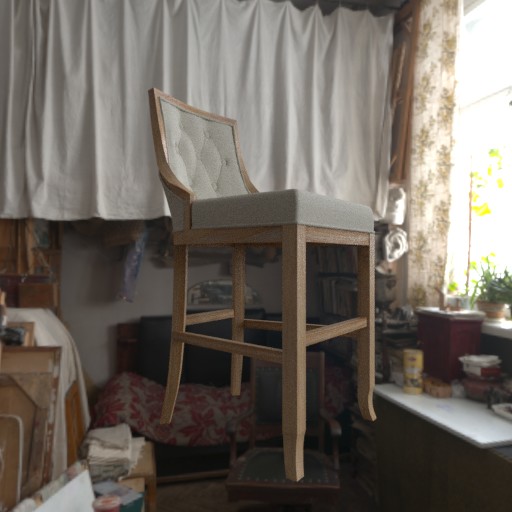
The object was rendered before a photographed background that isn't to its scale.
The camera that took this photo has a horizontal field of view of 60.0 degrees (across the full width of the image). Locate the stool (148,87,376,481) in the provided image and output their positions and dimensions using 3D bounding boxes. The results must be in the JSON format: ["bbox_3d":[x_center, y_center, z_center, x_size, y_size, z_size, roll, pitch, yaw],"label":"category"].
[{"bbox_3d":[0.000,0.000,1.468,0.626,1.101,0.524,0,0,36],"label":"stool"}]
